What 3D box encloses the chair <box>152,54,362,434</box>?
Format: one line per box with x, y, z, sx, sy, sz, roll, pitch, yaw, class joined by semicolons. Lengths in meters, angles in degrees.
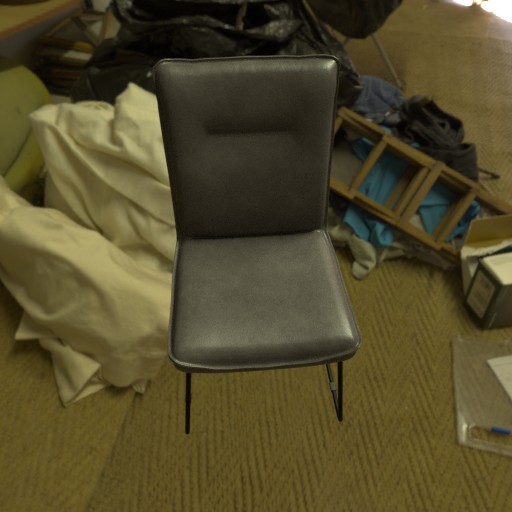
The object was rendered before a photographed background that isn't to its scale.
0.000;0.000;1.330;0.515;0.932;0.688;-4;47;-3;chair
